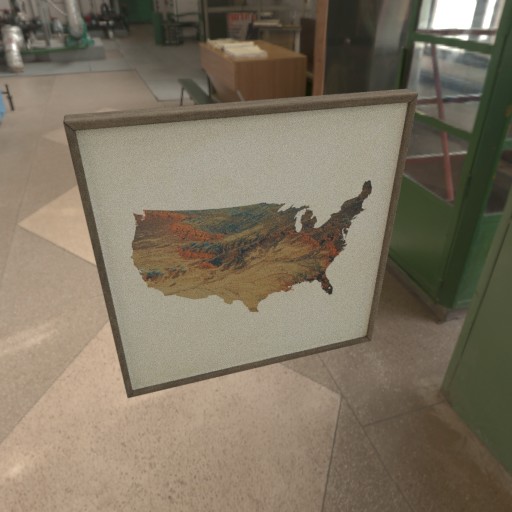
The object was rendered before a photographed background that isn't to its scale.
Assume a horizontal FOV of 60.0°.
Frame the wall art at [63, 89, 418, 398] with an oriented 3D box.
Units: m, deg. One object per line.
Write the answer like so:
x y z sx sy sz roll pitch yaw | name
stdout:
0.000 0.000 1.120 0.749 0.751 0.050 -10 34 -15 | wall art
